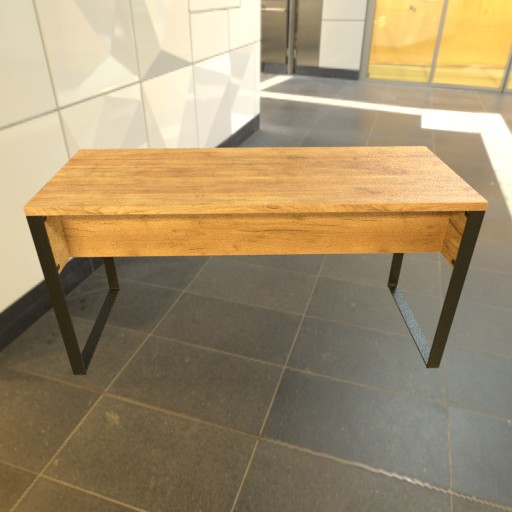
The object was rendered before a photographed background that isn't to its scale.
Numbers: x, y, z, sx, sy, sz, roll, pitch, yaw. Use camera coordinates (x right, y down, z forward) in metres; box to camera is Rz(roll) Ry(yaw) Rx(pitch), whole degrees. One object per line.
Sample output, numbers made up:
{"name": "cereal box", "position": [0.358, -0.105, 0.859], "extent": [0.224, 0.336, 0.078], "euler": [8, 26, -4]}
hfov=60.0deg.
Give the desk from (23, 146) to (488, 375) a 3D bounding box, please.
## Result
{"name": "desk", "position": [0.000, 0.000, 1.901], "extent": [1.520, 0.760, 0.600], "euler": [-1, 31, -1]}
